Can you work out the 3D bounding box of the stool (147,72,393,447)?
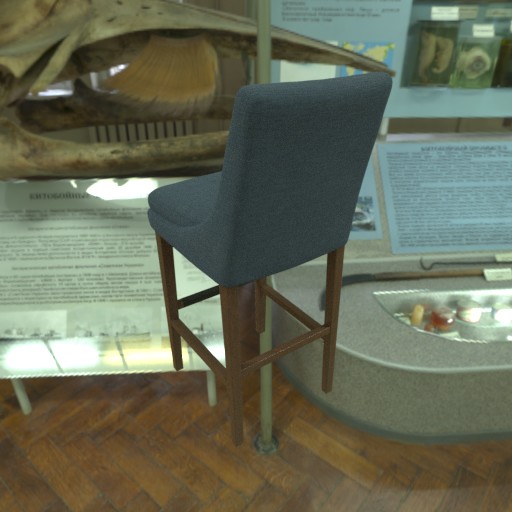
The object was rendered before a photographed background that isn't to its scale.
[{"bbox_3d":[0.000,0.000,1.369,0.470,1.078,0.577,-19,34,-30],"label":"stool"}]
